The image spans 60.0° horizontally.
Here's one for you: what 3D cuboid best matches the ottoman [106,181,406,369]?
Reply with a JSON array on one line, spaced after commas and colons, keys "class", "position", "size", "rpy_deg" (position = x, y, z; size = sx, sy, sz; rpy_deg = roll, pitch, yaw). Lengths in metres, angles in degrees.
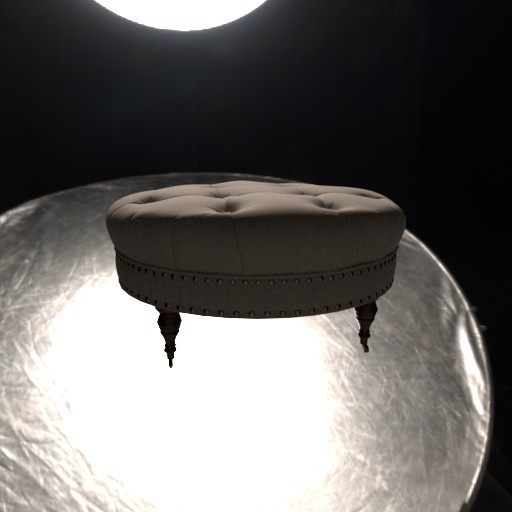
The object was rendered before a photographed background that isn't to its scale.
[{"class": "ottoman", "position": [0.000, 0.000, 1.410], "size": [0.901, 0.439, 0.901], "rpy_deg": [0, 14, 0]}]
